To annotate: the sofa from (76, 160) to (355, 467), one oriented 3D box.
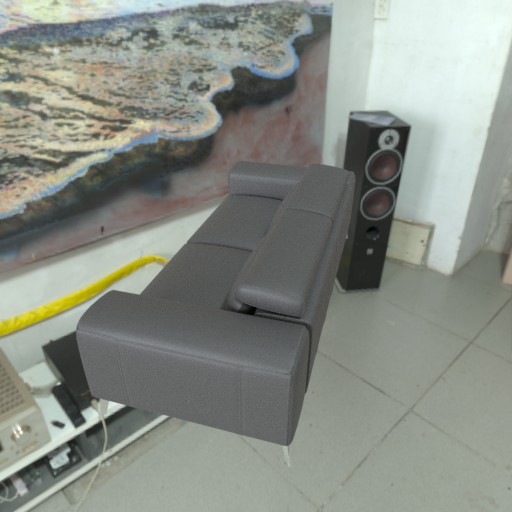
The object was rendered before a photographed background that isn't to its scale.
[{"bbox_3d":[0.000,0.000,2.861,1.023,0.759,2.321,9,32,14],"label":"sofa"}]
